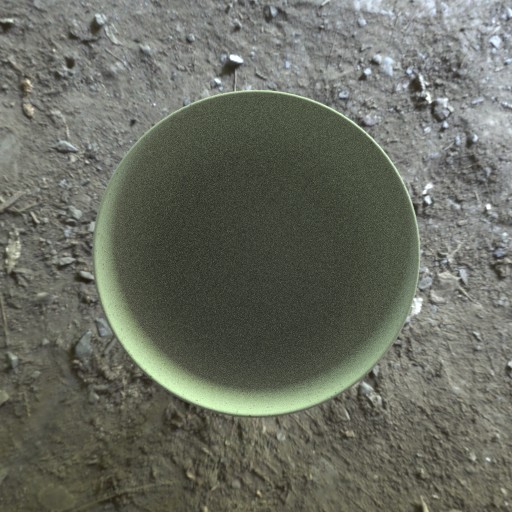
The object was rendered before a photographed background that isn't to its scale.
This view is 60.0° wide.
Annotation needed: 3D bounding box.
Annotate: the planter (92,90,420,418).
[{"bbox_3d":[0.000,0.000,0.368,0.195,0.214,0.195,0,89,0],"label":"planter"}]
